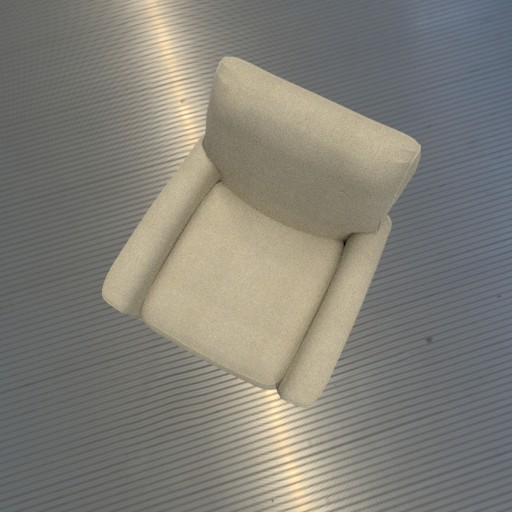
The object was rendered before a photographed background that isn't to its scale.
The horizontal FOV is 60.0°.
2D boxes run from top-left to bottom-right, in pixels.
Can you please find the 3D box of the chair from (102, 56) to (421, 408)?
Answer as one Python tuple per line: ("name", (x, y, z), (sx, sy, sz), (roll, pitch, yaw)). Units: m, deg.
("chair", (0.000, 0.000, 1.647), (0.850, 1.006, 0.853), (27, 78, 6))
